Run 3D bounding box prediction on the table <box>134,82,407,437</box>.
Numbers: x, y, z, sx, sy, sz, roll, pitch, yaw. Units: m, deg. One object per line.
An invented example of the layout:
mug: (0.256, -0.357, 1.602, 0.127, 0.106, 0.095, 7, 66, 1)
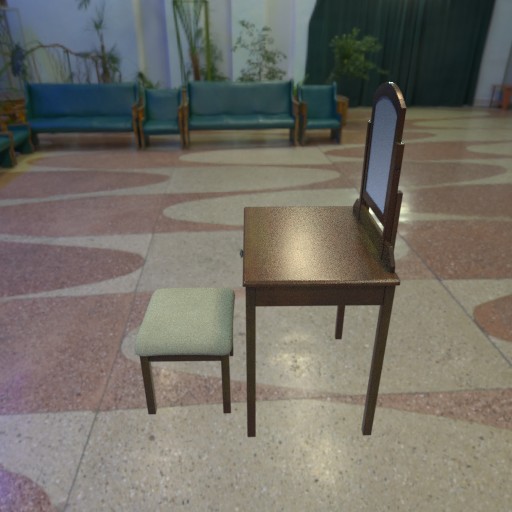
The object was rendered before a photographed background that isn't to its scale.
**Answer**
table: (0.000, 0.000, 2.232, 1.211, 1.631, 0.876, 0, 27, -1)
